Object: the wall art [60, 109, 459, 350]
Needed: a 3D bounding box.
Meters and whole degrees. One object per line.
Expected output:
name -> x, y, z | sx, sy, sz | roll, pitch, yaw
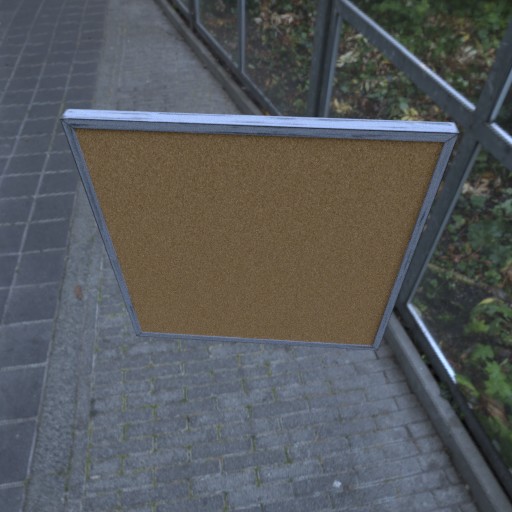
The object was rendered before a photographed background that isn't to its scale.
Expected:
wall art -> 0.000, 0.000, 1.130 | 0.761, 0.761, 0.037 | 3, 47, 3
